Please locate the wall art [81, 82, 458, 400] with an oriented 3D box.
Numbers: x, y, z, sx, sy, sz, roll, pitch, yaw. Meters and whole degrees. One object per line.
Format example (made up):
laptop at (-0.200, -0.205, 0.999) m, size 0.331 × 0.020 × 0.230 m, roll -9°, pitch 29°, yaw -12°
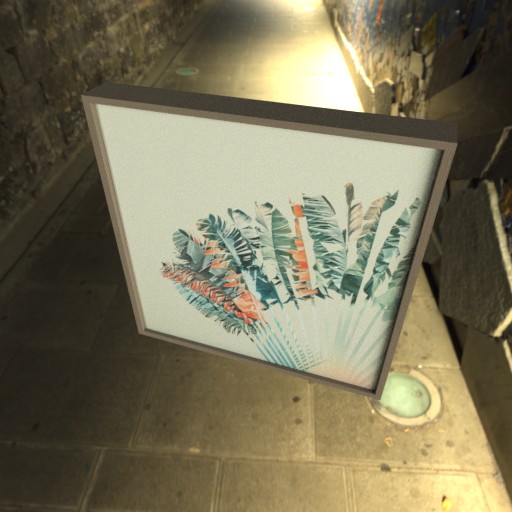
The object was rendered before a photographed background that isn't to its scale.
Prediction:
wall art at (0.000, 0.000, 0.450) m, size 0.304 × 0.303 × 0.038 m, roll 12°, pitch 40°, yaw 15°
